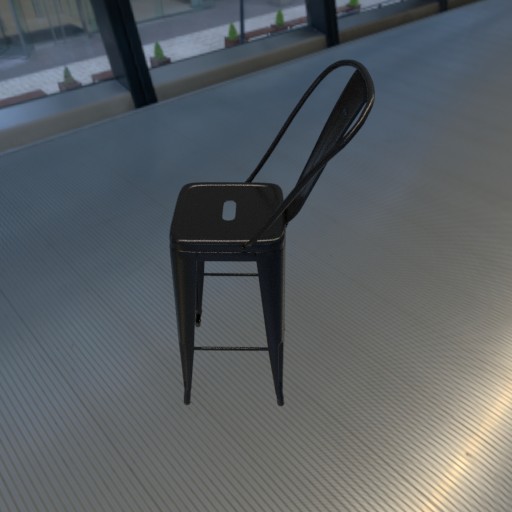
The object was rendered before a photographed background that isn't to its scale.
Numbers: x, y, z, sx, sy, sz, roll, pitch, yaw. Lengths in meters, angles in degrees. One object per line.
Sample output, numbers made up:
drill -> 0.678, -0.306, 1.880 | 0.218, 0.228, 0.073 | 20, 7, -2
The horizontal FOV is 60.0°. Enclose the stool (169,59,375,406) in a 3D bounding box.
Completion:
stool -> 0.000, 0.000, 1.354 | 0.513, 1.096, 0.399 | 0, 42, 0
